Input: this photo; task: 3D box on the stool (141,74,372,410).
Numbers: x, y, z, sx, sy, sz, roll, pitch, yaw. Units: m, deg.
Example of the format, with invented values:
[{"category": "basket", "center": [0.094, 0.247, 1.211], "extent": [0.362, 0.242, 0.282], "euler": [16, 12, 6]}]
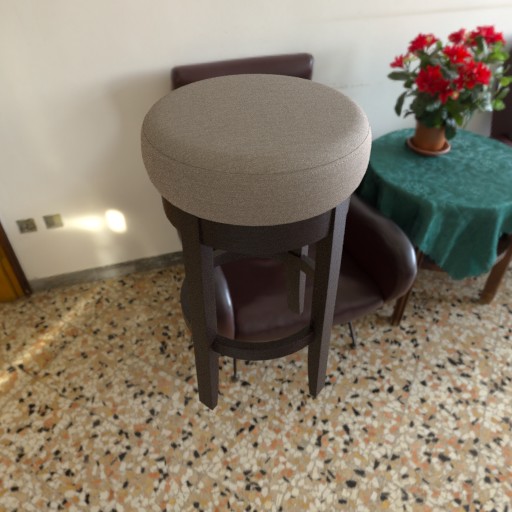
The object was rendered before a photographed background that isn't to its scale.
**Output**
[{"category": "stool", "center": [0.000, 0.000, 1.069], "extent": [0.443, 0.757, 0.443], "euler": [0, 41, 0]}]
